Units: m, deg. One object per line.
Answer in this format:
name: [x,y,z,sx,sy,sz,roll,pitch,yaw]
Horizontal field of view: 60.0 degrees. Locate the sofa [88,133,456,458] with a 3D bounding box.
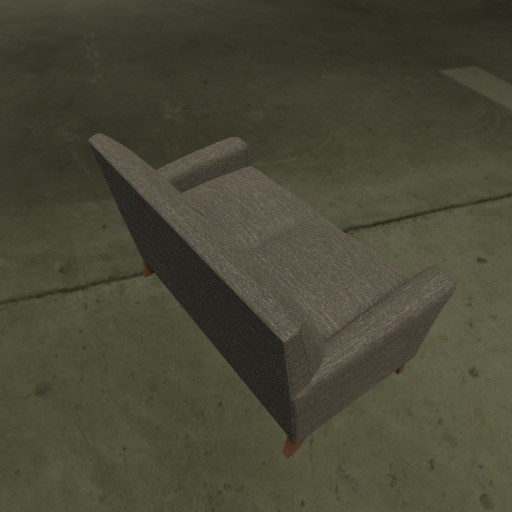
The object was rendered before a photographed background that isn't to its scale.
sofa: [0.000,0.000,2.080,0.867,0.905,1.509,-26,48,-26]
